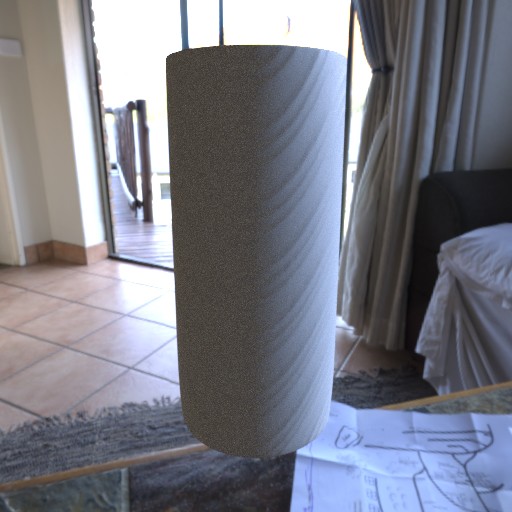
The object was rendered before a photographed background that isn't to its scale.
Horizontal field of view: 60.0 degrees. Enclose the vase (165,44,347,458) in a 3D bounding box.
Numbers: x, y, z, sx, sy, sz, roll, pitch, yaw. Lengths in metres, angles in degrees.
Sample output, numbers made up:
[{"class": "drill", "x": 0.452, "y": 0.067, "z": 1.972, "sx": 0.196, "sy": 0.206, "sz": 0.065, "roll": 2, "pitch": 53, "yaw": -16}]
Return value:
[{"class": "vase", "x": 0.000, "y": 0.000, "z": 0.385, "sx": 0.143, "sy": 0.316, "sz": 0.143, "roll": 0, "pitch": 16, "yaw": 0}]
